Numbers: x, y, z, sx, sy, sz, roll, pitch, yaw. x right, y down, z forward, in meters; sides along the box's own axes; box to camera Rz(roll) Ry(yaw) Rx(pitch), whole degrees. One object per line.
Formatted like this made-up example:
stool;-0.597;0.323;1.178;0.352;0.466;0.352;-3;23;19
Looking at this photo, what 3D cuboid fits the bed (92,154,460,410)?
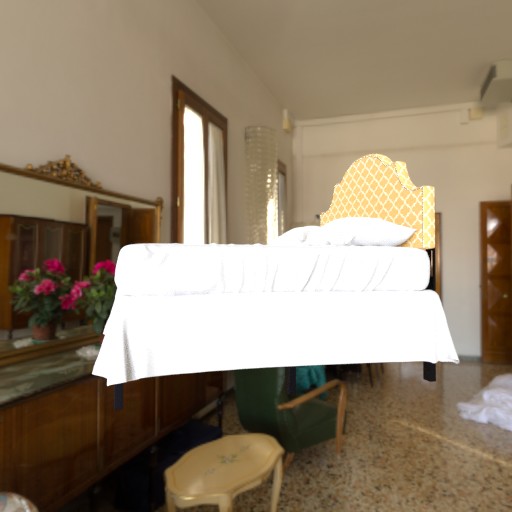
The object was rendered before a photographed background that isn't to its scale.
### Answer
bed;0.000;0.000;3.326;2.222;1.633;1.780;0;-1;-17
